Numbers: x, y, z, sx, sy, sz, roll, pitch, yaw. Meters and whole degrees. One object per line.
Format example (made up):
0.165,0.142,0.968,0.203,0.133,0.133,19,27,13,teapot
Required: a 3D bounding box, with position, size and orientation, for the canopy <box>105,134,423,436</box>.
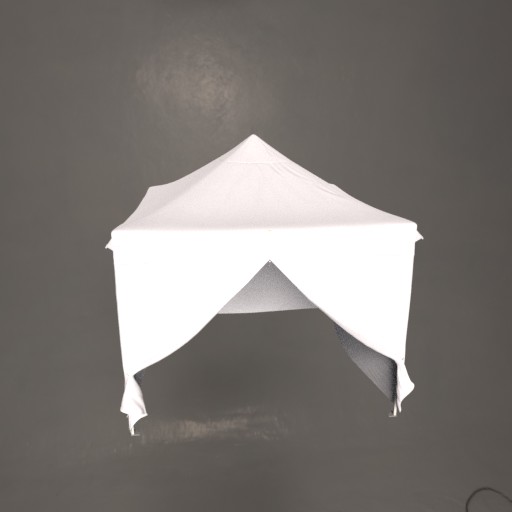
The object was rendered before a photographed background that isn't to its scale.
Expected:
0.000,0.000,5.665,3.043,2.997,3.121,-2,17,-6,canopy
